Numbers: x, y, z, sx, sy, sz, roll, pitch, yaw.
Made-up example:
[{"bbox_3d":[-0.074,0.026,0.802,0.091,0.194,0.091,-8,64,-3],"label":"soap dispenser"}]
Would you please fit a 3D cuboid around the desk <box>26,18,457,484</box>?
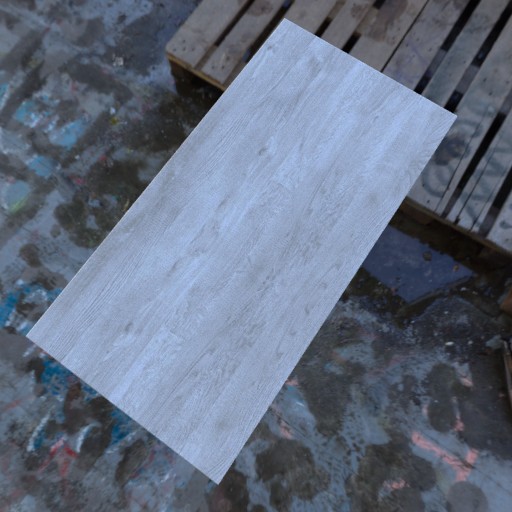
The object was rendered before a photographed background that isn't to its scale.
[{"bbox_3d":[0.000,0.000,1.472,0.560,0.730,1.100,34,78,8],"label":"desk"}]
